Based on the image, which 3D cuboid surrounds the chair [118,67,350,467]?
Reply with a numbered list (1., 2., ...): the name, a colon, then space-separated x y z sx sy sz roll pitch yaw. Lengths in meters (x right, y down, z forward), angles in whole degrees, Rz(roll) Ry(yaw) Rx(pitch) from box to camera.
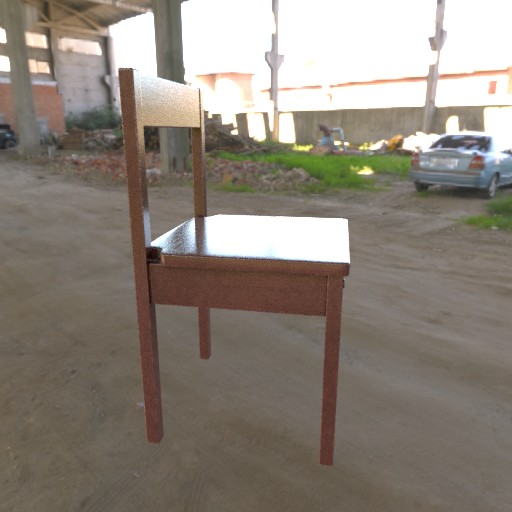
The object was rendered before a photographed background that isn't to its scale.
1. chair: 0.000 0.000 0.893 0.361 0.668 0.367 3 16 10
